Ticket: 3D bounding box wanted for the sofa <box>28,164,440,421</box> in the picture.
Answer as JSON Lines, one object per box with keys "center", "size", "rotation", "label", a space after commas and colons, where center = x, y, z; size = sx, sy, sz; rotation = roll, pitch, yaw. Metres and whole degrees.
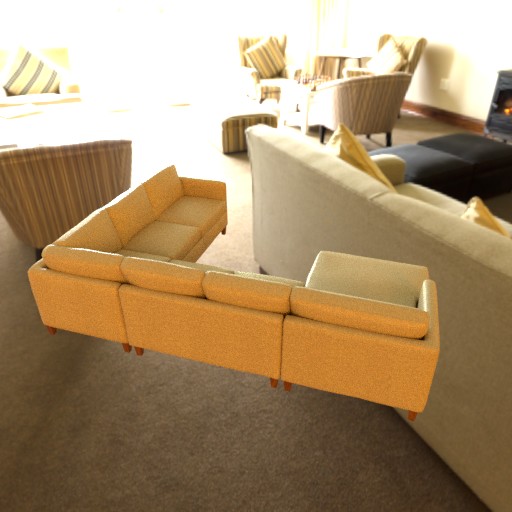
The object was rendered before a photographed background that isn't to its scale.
{"center": [0.000, 0.000, 4.614], "size": [3.460, 0.961, 2.594], "rotation": [9, 32, 15], "label": "sofa"}
